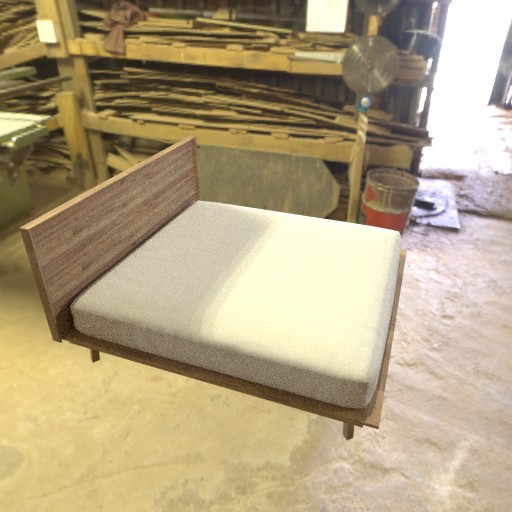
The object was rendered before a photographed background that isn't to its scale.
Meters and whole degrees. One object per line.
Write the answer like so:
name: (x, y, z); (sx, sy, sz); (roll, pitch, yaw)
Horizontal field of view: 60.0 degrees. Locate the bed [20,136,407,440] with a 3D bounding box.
bed: (0.000, 0.000, 3.387); (2.167, 1.100, 2.116); (11, 32, 18)
